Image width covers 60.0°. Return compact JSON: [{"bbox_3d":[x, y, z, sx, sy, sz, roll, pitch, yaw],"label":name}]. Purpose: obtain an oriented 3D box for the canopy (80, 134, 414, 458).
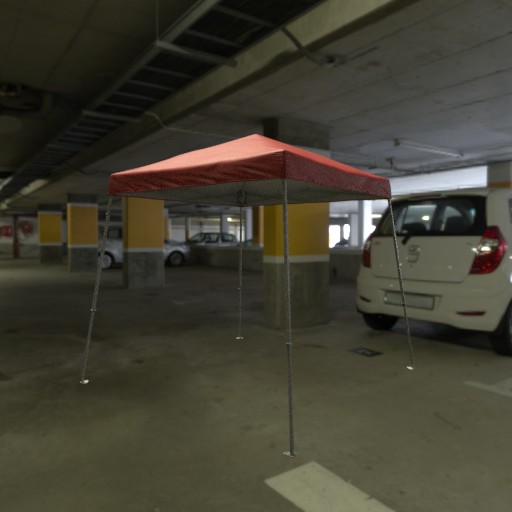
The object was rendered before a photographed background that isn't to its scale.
[{"bbox_3d":[0.000,0.000,5.237,2.849,2.849,2.848,2,3,37],"label":"canopy"}]
